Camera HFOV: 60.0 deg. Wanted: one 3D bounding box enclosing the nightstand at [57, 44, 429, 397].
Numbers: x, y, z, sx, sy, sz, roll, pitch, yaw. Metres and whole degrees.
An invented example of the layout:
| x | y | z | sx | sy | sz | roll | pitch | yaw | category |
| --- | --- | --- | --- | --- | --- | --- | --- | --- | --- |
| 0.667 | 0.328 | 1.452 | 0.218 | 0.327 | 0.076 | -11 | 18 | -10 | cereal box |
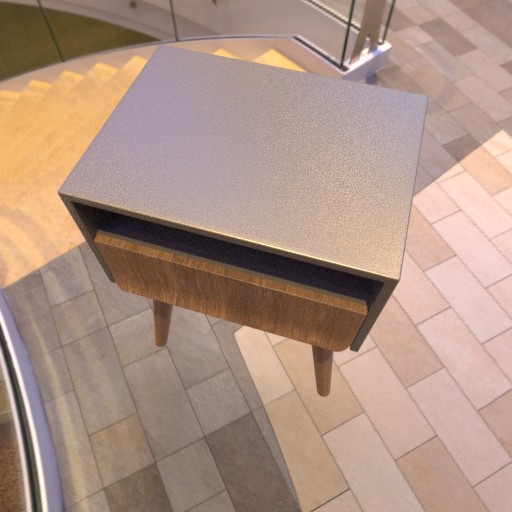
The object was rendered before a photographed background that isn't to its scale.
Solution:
| x | y | z | sx | sy | sz | roll | pitch | yaw | category |
| --- | --- | --- | --- | --- | --- | --- | --- | --- | --- |
| 0.000 | 0.000 | 0.734 | 0.370 | 0.508 | 0.288 | 15 | 60 | 9 | nightstand |
